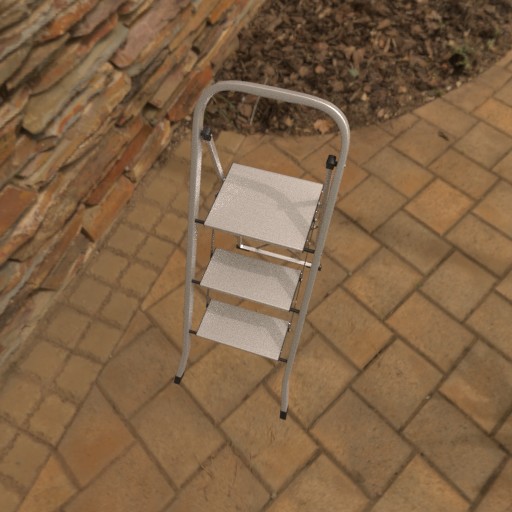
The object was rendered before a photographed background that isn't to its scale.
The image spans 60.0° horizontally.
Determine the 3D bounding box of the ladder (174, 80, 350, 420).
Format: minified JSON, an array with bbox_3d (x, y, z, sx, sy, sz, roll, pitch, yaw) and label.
[{"bbox_3d":[0.000,0.000,1.455,0.465,1.070,0.704,15,59,9],"label":"ladder"}]
